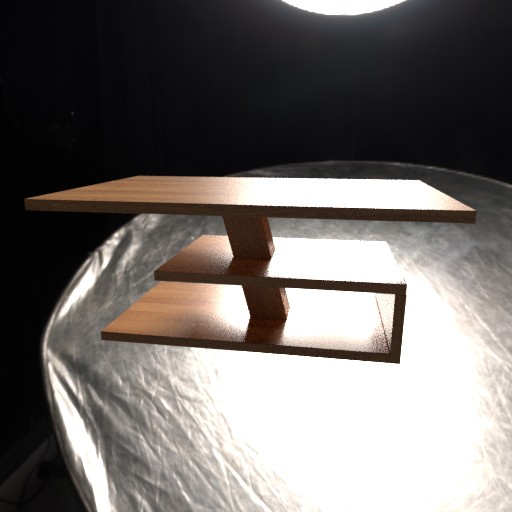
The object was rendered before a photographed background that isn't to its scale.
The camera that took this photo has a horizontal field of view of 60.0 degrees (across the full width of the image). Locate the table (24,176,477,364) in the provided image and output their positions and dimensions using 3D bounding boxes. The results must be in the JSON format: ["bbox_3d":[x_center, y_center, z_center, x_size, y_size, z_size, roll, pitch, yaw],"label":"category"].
[{"bbox_3d":[0.000,0.000,1.448,1.100,0.442,0.700,3,15,9],"label":"table"}]
